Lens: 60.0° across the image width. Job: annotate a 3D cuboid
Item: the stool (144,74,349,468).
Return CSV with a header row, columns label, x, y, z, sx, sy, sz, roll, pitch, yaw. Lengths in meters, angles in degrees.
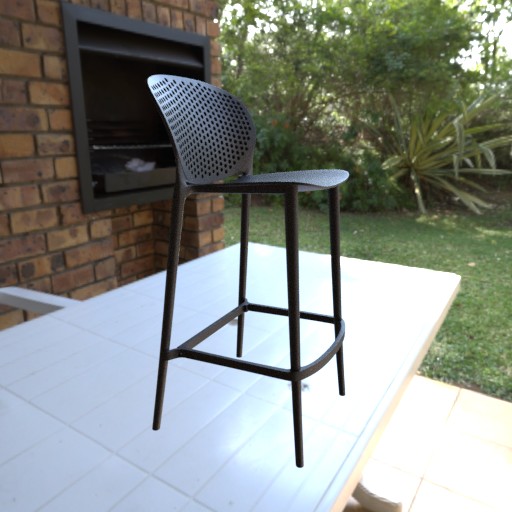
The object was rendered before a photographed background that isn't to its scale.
label,x,y,z,sx,sy,sz,roll,pitch,yaw
stool,0.000,0.000,1.352,0.535,1.045,0.536,8,18,27
